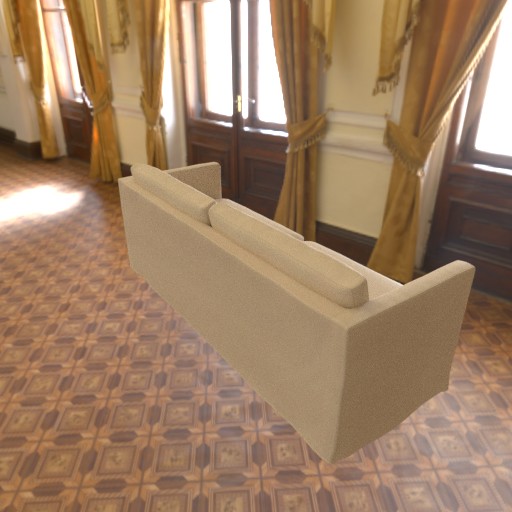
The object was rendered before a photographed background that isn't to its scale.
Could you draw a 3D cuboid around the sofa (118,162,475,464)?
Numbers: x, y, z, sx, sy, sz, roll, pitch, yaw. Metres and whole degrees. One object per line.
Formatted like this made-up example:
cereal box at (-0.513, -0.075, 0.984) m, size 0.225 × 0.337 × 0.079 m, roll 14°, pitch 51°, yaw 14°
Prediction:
sofa at (0.000, 0.000, 3.278) m, size 1.036 × 0.999 × 2.779 m, roll -18°, pitch 31°, yaw -32°
